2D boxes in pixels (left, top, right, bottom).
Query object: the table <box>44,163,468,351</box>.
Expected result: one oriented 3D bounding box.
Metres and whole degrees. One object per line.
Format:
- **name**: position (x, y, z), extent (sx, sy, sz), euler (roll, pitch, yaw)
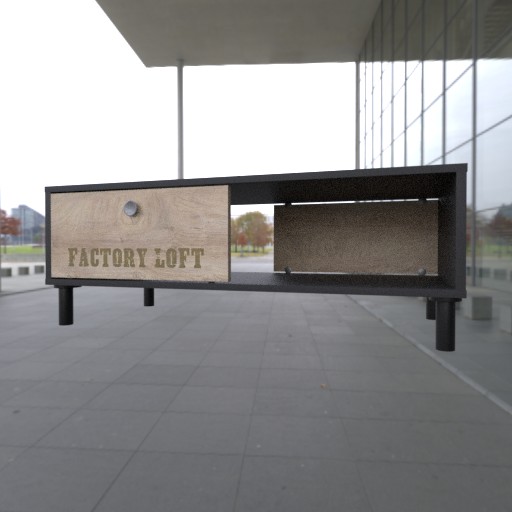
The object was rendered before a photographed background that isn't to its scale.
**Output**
- **table**: position (0.000, 0.000, 1.345), extent (1.100, 0.400, 0.550), euler (0, 1, 18)
